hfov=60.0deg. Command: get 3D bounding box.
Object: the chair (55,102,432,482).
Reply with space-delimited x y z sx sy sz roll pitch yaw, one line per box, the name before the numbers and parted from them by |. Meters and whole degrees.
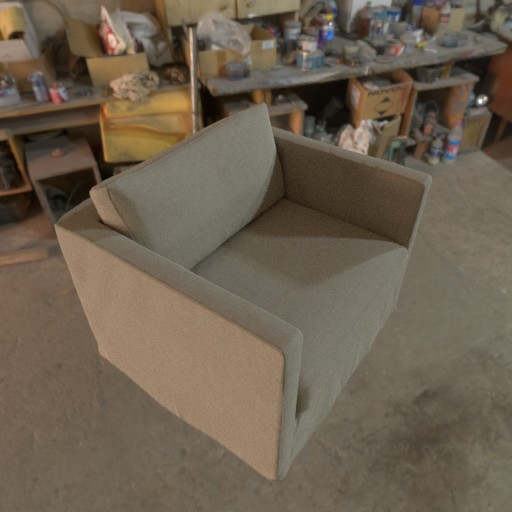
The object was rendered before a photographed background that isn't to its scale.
chair | 0.000 0.000 1.729 0.949 0.863 1.057 25 46 27
